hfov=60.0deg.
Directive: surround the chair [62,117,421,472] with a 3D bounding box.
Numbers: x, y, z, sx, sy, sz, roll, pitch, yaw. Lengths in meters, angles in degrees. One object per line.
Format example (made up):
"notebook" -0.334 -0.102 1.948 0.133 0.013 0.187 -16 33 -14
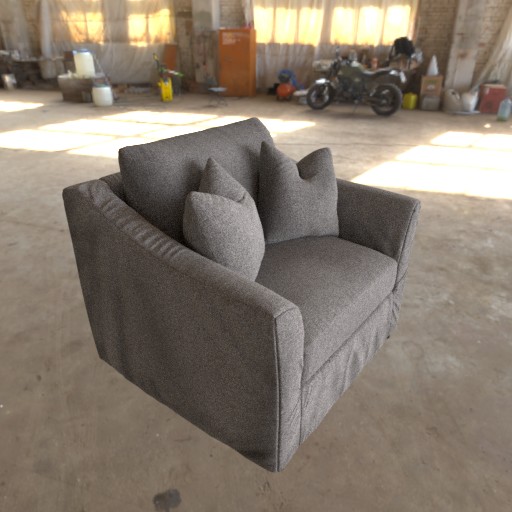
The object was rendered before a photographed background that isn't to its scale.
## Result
"chair" 0.000 0.000 2.028 1.071 1.059 1.194 20 33 33
